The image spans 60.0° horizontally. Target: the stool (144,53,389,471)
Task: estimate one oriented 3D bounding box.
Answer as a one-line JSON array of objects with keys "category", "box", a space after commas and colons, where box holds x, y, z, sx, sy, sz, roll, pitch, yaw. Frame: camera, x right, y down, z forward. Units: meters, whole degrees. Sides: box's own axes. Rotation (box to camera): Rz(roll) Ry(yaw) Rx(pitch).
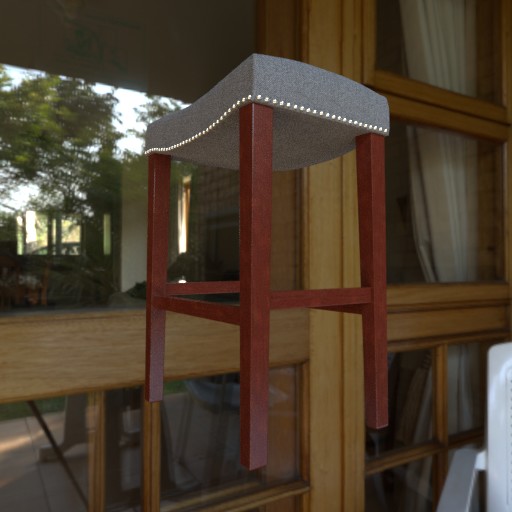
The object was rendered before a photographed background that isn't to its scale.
[{"category": "stool", "box": [0.000, 0.000, 1.057, 0.372, 0.742, 0.504, 1, -1, -35]}]
